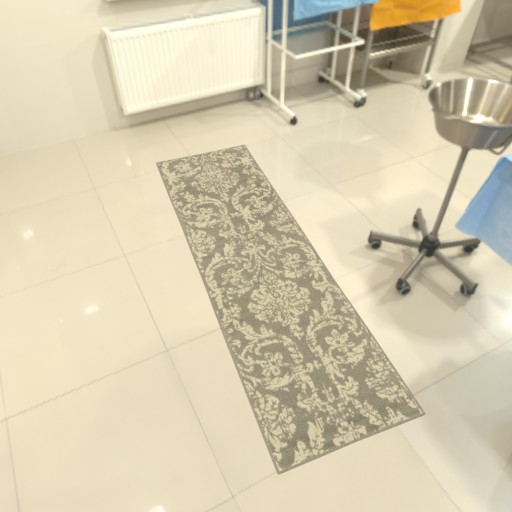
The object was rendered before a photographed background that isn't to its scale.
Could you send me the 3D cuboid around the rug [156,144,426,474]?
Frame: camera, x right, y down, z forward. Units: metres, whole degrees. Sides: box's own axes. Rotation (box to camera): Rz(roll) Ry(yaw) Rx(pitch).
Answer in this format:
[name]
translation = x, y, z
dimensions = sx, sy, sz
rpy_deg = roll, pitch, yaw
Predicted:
[rug]
translation = 0.000, 0.000, 2.457
dimensions = 0.662, 0.011, 2.196
rpy_deg = -15, 48, -14
